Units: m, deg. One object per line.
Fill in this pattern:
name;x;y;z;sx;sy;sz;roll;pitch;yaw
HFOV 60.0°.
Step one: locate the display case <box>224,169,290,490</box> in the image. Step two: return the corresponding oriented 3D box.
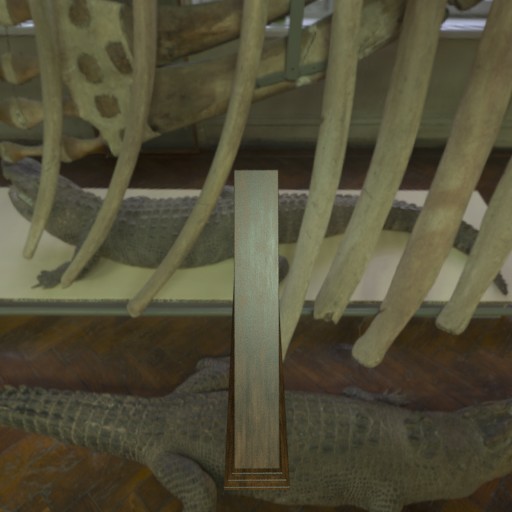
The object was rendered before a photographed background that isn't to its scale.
display case;0.000;0.000;0.770;0.095;0.340;0.640;0;41;0
